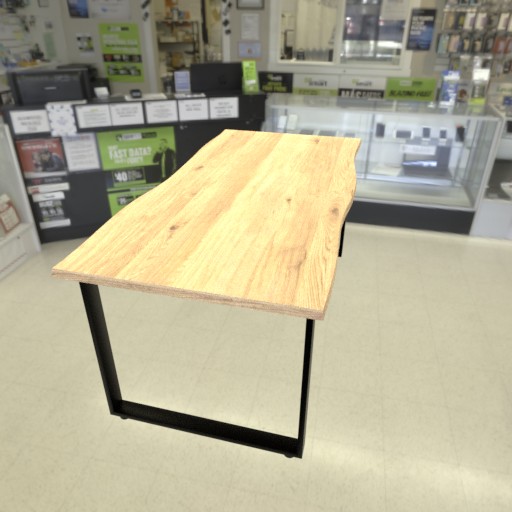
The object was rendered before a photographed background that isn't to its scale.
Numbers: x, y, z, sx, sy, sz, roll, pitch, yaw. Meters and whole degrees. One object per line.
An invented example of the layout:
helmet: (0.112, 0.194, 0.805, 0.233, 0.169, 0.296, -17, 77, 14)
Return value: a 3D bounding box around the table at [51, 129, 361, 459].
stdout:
table: (0.000, 0.000, 2.241, 0.900, 0.780, 1.800, 8, 31, 13)
